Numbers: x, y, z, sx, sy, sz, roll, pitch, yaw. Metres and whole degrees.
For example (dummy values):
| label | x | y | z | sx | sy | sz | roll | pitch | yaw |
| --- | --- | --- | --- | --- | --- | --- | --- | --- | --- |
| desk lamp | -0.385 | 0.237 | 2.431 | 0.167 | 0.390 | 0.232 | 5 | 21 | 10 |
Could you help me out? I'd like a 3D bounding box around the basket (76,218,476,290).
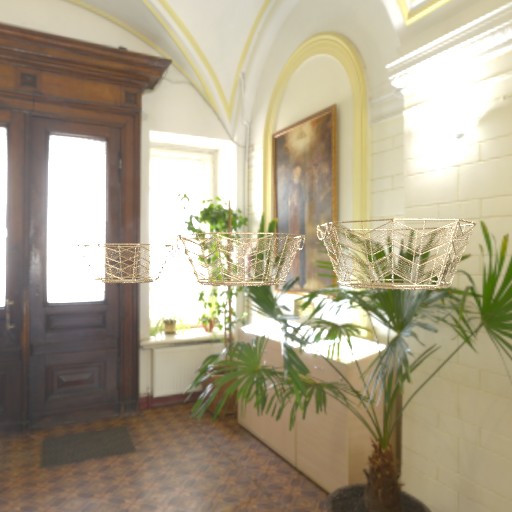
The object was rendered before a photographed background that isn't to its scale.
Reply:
| label | x | y | z | sx | sy | sz | roll | pitch | yaw |
| --- | --- | --- | --- | --- | --- | --- | --- | --- | --- |
| basket | 0.000 | 0.000 | 1.380 | 1.246 | 0.178 | 0.432 | 0 | 0 | 17 |
